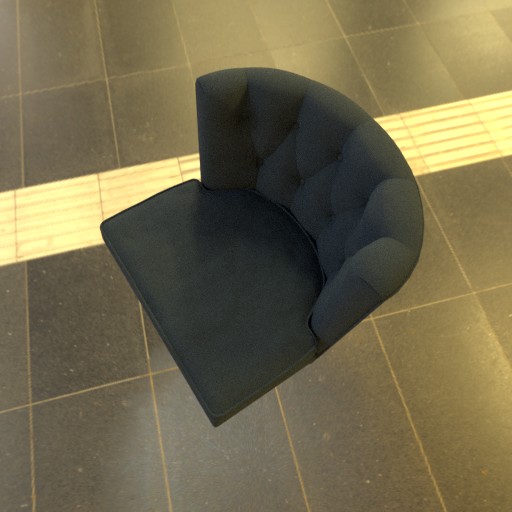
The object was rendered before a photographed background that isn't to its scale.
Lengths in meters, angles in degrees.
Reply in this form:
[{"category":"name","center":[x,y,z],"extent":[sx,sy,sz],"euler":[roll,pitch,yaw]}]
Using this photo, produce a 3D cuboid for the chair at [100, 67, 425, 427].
[{"category":"chair","center":[0.000,0.000,1.323],"extent":[0.718,0.771,0.740],"euler":[-31,68,-14]}]
